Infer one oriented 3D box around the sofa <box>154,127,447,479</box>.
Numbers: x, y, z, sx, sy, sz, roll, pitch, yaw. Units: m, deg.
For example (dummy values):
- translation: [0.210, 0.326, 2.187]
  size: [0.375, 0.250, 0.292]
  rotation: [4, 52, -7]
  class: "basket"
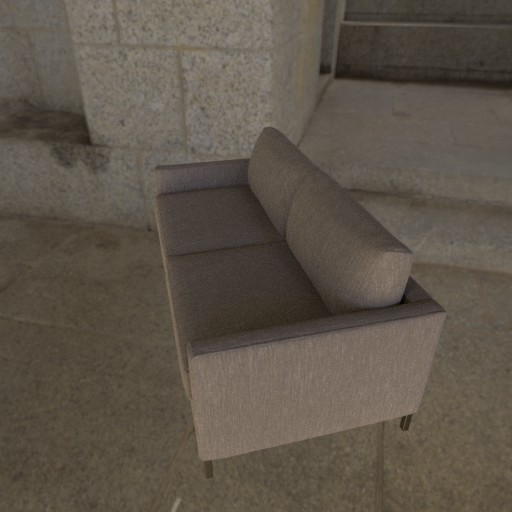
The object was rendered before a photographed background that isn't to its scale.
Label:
- translation: [0.000, 0.000, 2.137]
  size: [0.875, 0.840, 1.682]
  rotation: [-8, 32, -13]
  class: "sofa"
